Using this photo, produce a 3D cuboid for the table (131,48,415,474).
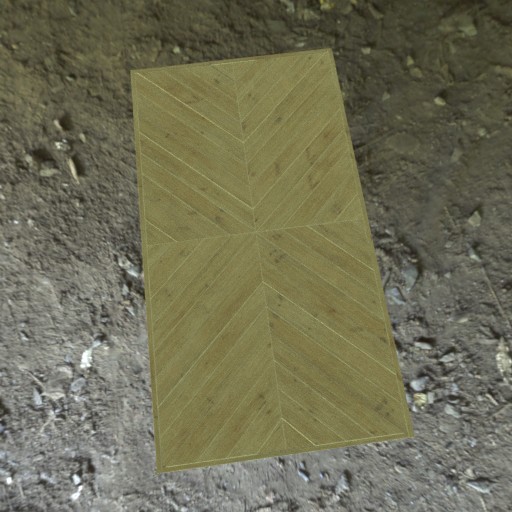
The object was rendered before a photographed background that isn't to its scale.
[{"bbox_3d":[0.000,0.000,2.293,0.991,0.762,1.803,-7,74,-2],"label":"table"}]
